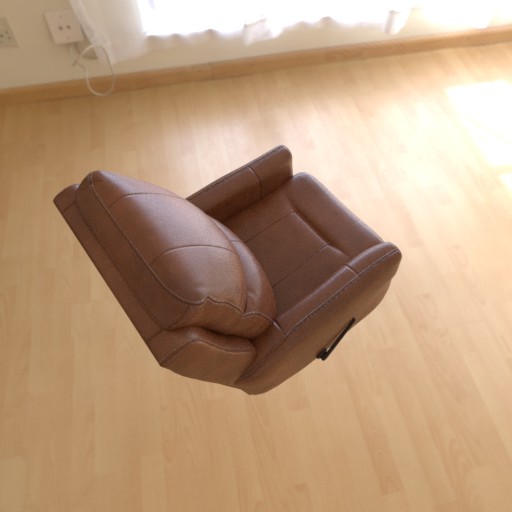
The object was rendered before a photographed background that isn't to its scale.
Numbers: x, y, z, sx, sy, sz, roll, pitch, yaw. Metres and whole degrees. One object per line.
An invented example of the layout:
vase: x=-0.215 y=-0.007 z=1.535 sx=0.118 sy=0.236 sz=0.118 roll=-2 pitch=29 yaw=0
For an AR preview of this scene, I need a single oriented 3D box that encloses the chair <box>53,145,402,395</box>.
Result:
chair: x=0.000 y=0.000 z=1.737 sx=1.072 sy=1.016 sz=0.821 roll=-32 pitch=63 yaw=-19
